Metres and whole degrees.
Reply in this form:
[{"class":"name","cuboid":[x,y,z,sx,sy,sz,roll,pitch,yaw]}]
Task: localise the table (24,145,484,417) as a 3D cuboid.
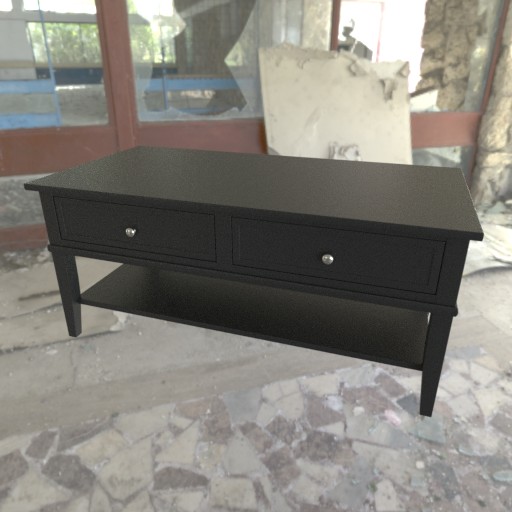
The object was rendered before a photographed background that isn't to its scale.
[{"class":"table","cuboid":[0.000,0.000,1.272,1.044,0.470,0.523,8,26,17]}]
